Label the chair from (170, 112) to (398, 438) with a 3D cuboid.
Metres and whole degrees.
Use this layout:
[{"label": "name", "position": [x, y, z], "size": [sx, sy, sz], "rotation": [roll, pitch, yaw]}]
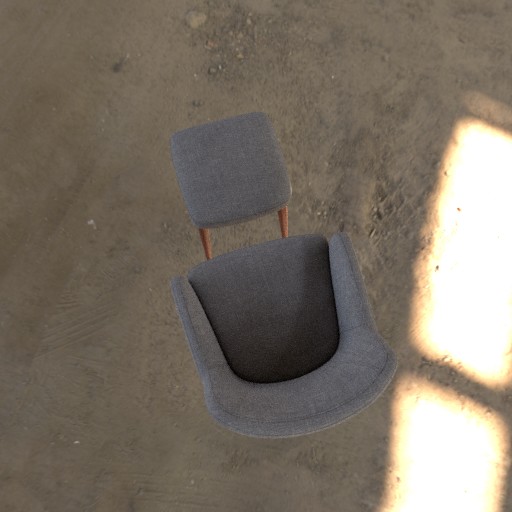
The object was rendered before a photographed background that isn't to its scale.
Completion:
[{"label": "chair", "position": [0.000, 0.000, 1.551], "size": [0.584, 0.799, 1.107], "rotation": [-15, 75, -4]}]
